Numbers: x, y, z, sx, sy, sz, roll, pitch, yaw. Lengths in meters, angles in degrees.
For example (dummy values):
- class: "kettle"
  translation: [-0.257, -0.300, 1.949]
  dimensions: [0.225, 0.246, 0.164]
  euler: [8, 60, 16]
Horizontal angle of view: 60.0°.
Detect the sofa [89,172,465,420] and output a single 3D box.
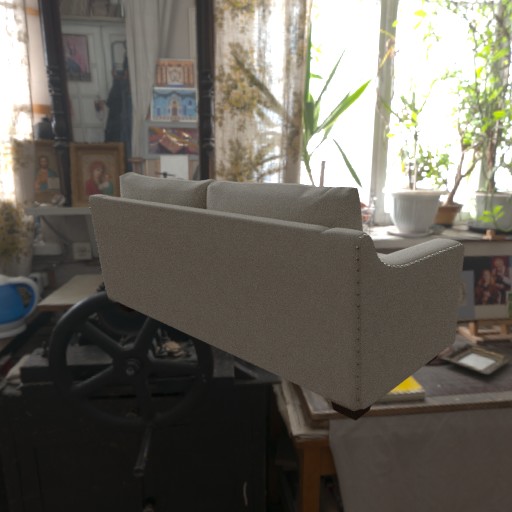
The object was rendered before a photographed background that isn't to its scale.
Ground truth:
- class: "sofa"
  translation: [0.000, 0.000, 2.732]
  dimensions: [2.107, 0.983, 1.104]
  euler: [13, 18, 43]
